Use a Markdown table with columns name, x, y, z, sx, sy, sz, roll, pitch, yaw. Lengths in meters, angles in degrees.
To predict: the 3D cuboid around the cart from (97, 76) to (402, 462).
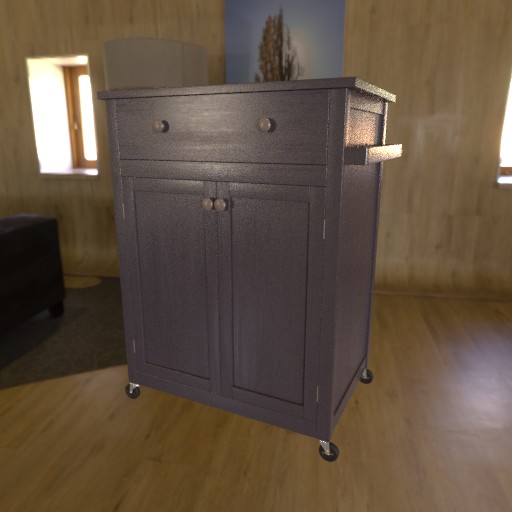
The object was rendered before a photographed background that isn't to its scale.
| name | x | y | z | sx | sy | sz | roll | pitch | yaw |
| --- | --- | --- | --- | --- | --- | --- | --- | --- | --- |
| cart | 0.000 | 0.000 | 1.268 | 0.690 | 0.878 | 0.449 | 7 | 17 | 25 |
